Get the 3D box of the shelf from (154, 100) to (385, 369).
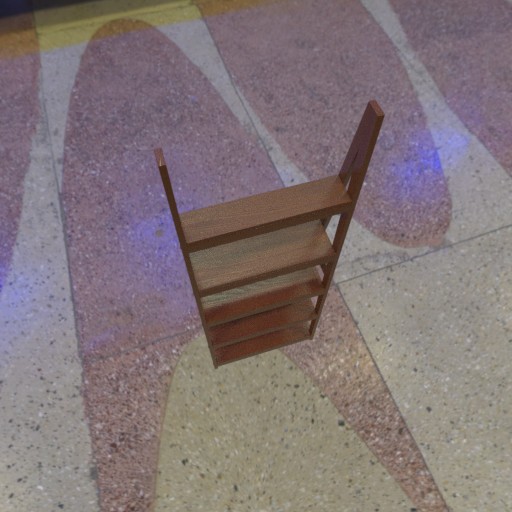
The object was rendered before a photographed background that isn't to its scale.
[{"bbox_3d":[0.000,0.000,2.010,0.630,1.780,0.356,-15,61,-9],"label":"shelf"}]
